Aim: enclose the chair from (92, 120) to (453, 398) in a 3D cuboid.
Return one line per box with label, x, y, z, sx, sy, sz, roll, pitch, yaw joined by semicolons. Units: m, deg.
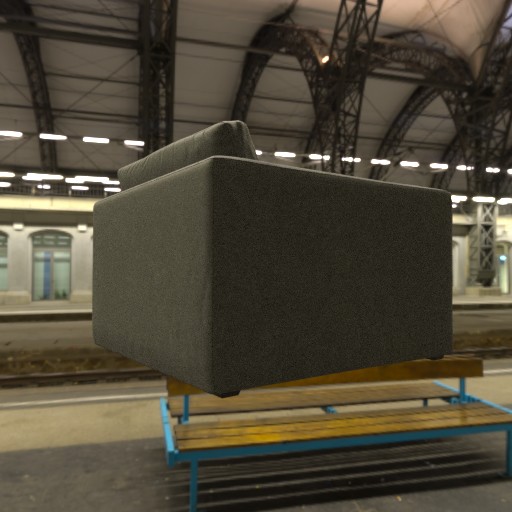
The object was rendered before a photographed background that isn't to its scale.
chair;0.000;0.000;1.888;1.091;0.845;1.190;1;-2;-37
